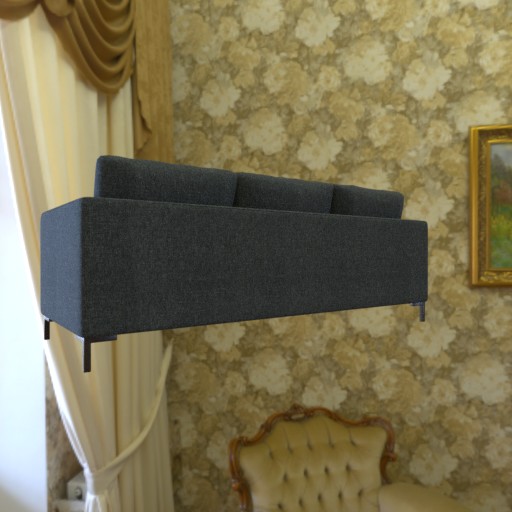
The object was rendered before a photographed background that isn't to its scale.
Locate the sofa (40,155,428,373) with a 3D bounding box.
[{"bbox_3d":[0.000,0.000,2.642,2.218,0.874,0.859,0,0,-35],"label":"sofa"}]
